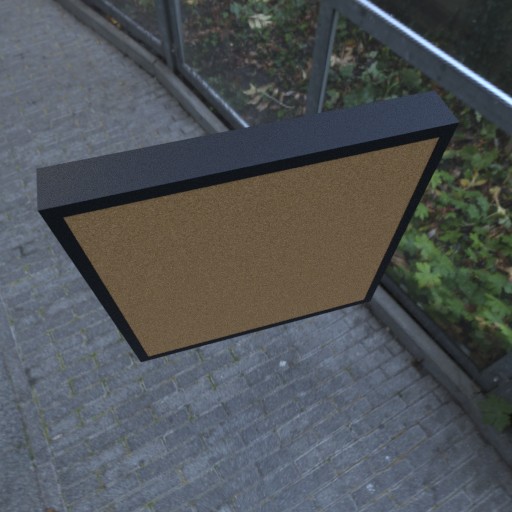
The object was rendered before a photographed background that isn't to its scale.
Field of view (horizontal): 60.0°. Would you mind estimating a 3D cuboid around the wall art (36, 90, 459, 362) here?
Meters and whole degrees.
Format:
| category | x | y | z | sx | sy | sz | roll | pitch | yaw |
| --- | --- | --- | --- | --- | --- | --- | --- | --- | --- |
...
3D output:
| category | x | y | z | sx | sy | sz | roll | pitch | yaw |
| --- | --- | --- | --- | --- | --- | --- | --- | --- | --- |
| wall art | 0.000 | 0.000 | 0.447 | 0.305 | 0.304 | 0.038 | -14 | 59 | -8 |
